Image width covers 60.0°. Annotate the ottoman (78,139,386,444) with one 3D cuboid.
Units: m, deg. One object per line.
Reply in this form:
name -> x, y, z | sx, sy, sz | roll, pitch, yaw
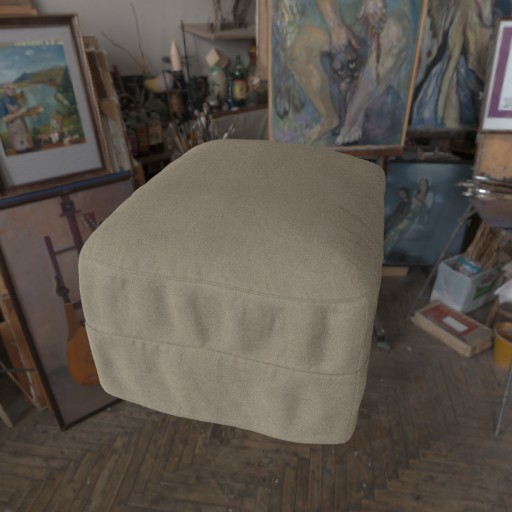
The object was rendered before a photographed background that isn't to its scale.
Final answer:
ottoman -> 0.000, 0.000, 1.096 | 0.584, 0.480, 0.712 | 8, 32, 12
